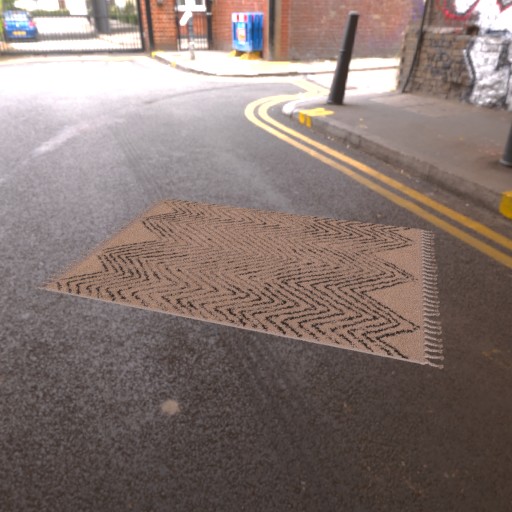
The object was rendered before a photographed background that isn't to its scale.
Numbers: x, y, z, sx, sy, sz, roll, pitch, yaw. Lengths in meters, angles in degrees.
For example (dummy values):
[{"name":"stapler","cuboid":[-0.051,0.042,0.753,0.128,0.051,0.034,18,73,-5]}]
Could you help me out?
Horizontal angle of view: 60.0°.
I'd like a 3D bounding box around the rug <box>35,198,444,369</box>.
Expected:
[{"name":"rug","cuboid":[0.000,0.000,2.371,1.847,0.014,1.230,9,30,15]}]
